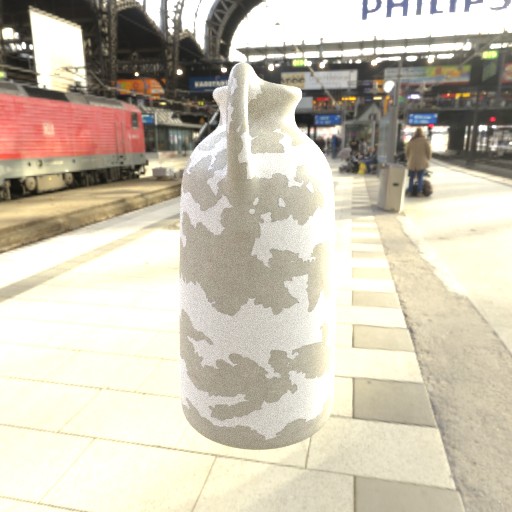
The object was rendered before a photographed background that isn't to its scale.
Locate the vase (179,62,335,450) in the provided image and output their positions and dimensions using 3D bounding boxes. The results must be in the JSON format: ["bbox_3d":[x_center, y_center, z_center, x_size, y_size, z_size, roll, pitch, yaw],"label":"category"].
[{"bbox_3d":[0.000,0.000,0.496,0.186,0.382,0.203,3,15,10],"label":"vase"}]
